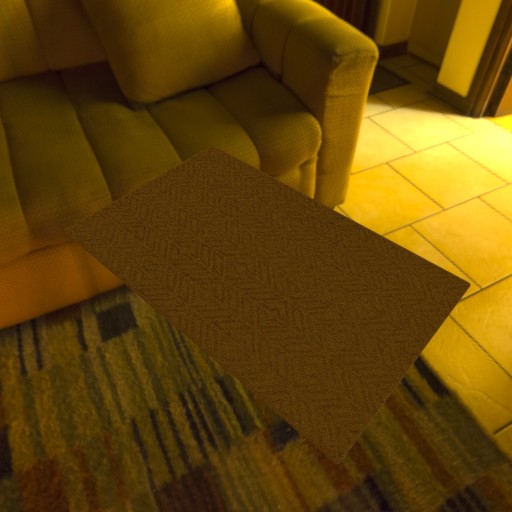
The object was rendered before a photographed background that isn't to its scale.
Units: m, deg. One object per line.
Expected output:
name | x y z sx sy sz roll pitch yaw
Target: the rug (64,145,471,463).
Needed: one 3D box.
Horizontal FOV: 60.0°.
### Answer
rug | 0.000 0.000 3.079 2.438 0.008 1.523 33 55 27
